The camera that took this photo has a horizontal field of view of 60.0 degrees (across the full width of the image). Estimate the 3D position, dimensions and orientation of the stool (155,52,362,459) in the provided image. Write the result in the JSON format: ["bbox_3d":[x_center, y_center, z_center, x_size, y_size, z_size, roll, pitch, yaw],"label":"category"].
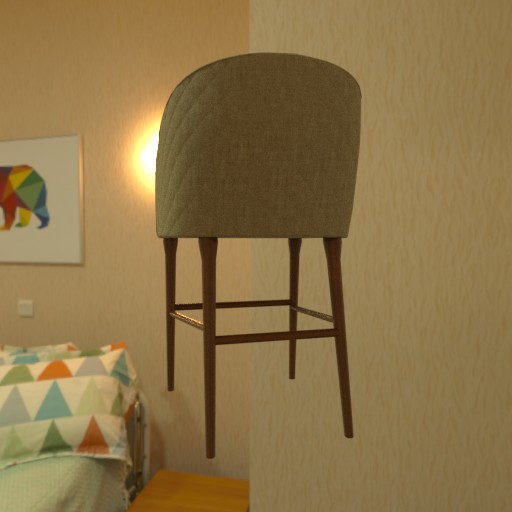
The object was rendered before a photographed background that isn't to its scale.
[{"bbox_3d":[0.000,0.000,1.334,0.559,0.952,0.635,-1,2,-17],"label":"stool"}]
